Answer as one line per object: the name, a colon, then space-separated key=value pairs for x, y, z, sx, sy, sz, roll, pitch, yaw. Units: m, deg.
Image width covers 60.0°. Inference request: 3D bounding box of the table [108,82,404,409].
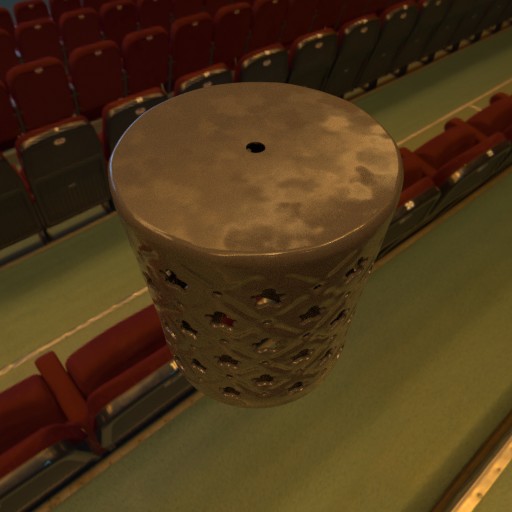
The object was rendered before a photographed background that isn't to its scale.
table: x=0.000 y=0.000 z=0.670 sx=0.352 sy=0.387 sz=0.352 roll=0 pitch=48 yaw=0
